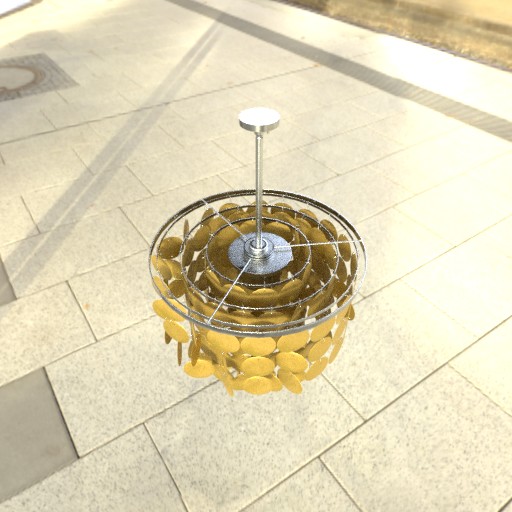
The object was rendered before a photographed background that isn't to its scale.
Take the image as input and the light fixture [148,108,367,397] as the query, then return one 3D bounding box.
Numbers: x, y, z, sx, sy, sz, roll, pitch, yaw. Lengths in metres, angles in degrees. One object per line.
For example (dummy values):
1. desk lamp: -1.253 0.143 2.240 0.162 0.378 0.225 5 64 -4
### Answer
1. light fixture: 0.000 0.000 0.743 0.368 0.492 0.368 0 42 0
